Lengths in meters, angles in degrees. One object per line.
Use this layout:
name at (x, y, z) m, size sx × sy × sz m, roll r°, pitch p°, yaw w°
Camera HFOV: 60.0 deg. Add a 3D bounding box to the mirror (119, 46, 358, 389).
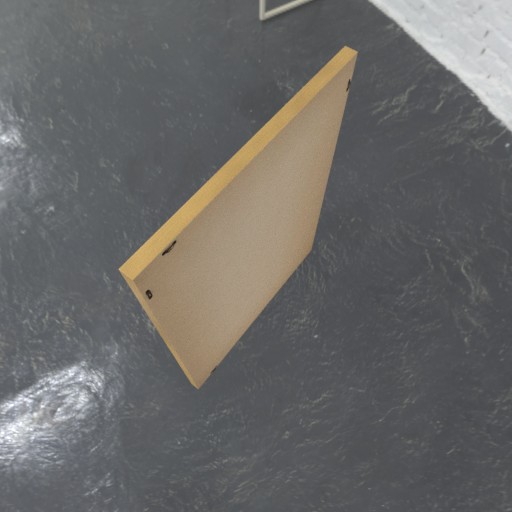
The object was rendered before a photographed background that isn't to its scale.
mirror at (0.000, 0.000, 1.386) m, size 0.041 × 1.016 × 0.762 m, roll 34°, pitch 68°, yaw 16°
